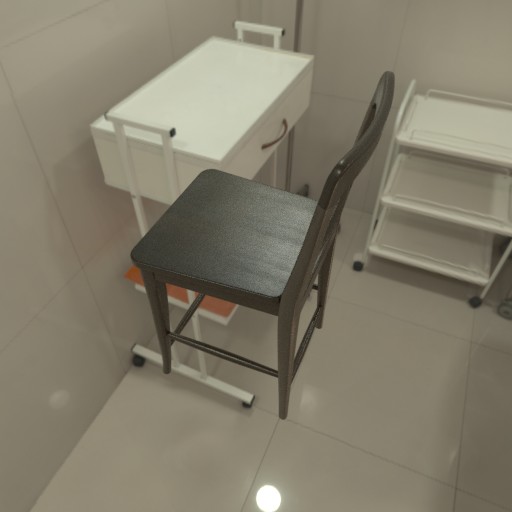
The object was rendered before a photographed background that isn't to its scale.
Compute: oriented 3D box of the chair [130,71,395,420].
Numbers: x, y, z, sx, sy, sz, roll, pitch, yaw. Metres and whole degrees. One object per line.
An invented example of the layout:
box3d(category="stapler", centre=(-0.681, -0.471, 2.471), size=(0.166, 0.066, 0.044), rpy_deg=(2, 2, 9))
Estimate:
box3d(category="chair", centre=(0.000, 0.000, 1.273), size=(0.546, 0.991, 0.450), rpy_deg=(17, 48, 16))
